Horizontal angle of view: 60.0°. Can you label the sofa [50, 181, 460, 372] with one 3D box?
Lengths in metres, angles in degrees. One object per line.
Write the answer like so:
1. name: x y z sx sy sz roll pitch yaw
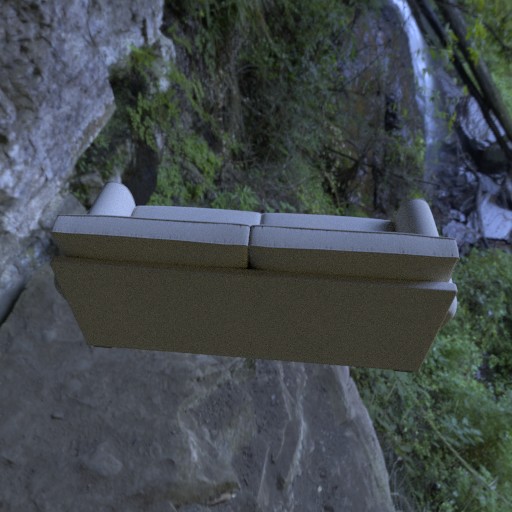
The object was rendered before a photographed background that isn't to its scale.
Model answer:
1. sofa: 0.000 0.000 2.660 2.146 0.962 0.901 4 45 4
